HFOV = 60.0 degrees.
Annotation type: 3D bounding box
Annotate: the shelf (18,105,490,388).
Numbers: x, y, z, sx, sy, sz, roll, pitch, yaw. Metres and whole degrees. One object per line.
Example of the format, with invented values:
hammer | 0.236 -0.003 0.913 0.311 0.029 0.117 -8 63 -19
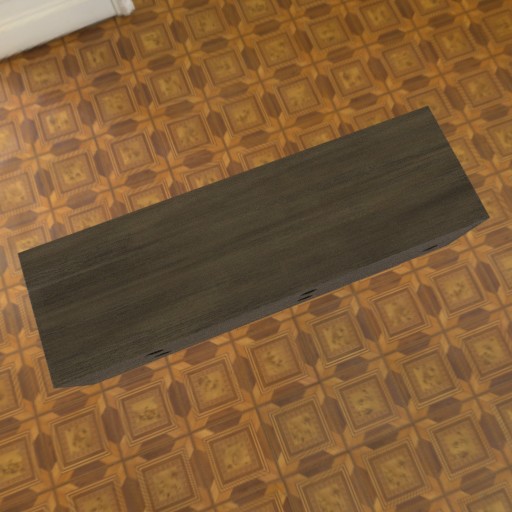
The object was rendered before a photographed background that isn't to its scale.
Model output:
shelf | 0.000 0.000 1.507 1.300 0.495 0.400 -21 77 -5
